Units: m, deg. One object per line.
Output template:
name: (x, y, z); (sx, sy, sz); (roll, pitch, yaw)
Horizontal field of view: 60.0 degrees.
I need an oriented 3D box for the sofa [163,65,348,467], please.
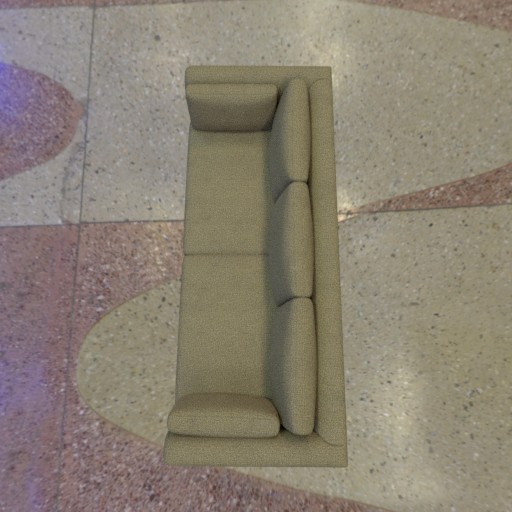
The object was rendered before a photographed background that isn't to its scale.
sofa: (0.000, 0.000, 2.890); (0.969, 0.867, 2.415); (0, 75, 0)
